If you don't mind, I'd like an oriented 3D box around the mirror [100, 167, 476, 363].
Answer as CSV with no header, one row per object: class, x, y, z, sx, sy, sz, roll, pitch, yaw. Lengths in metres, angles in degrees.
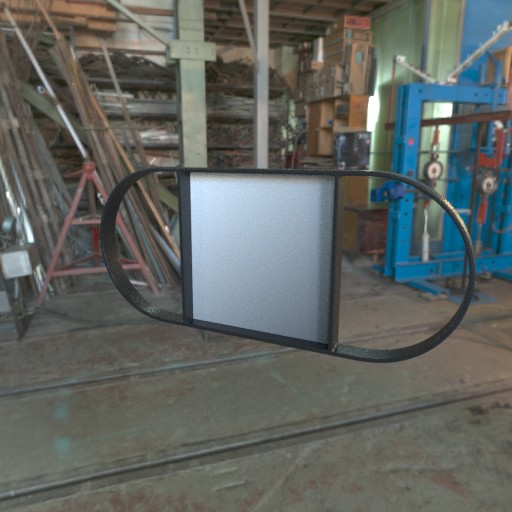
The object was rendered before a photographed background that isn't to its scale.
mirror,0.000,0.000,0.656,0.584,0.254,0.032,6,15,25
